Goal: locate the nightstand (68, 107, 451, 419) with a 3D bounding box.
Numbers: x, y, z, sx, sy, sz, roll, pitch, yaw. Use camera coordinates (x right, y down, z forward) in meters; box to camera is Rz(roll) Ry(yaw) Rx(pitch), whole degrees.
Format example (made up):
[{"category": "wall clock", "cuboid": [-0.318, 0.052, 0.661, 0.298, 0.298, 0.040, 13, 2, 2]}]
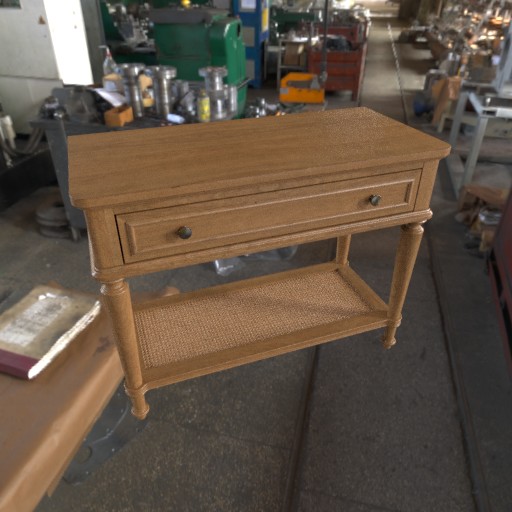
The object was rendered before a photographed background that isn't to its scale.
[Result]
[{"category": "nightstand", "cuboid": [0.000, 0.000, 1.334, 0.914, 0.700, 0.432, -11, 34, -17]}]
